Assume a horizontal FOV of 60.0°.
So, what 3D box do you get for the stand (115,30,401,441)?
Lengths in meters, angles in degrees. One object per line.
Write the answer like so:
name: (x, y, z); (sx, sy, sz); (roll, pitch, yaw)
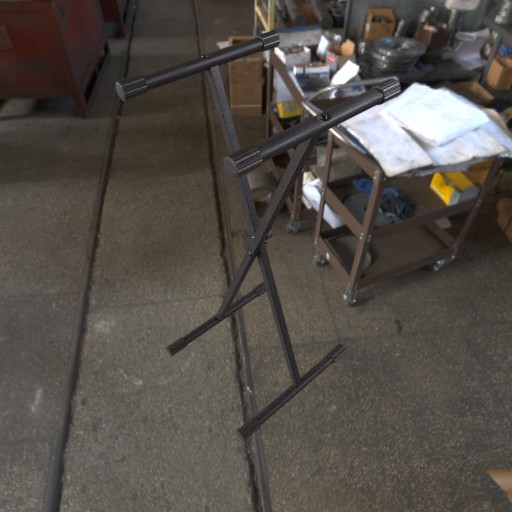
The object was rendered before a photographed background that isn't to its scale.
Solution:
stand: (0.000, 0.000, 1.159); (0.449, 0.940, 0.409); (-32, 54, -27)
